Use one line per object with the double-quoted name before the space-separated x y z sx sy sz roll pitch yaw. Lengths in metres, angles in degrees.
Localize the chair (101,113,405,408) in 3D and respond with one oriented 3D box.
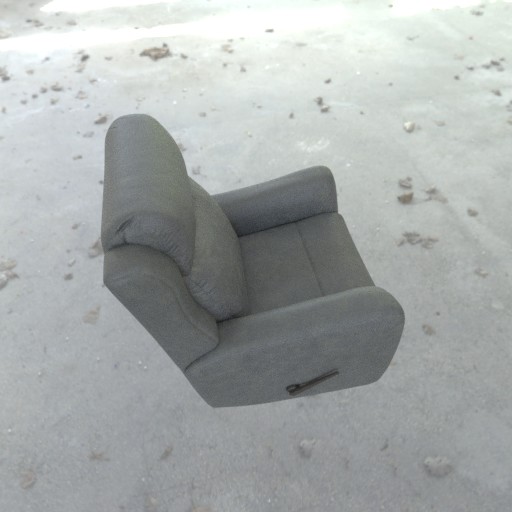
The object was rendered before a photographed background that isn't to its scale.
"chair" 0.000 0.000 1.917 1.068 1.116 0.967 -8 48 -8
